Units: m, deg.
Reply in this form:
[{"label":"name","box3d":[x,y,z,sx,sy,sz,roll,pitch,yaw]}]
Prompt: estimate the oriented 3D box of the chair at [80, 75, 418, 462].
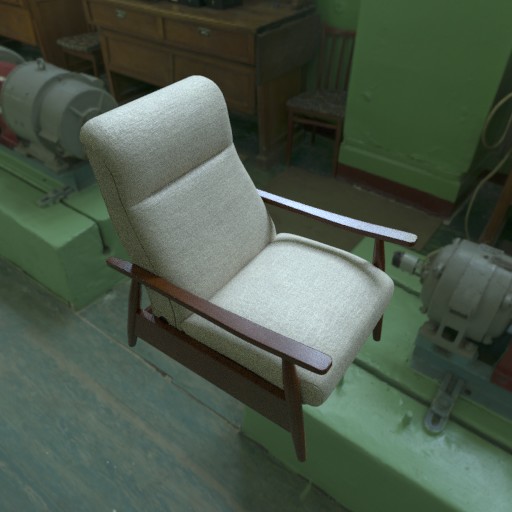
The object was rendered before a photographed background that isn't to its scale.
[{"label":"chair","box3d":[0.000,0.000,1.758,1.014,1.082,0.762,25,47,26]}]
